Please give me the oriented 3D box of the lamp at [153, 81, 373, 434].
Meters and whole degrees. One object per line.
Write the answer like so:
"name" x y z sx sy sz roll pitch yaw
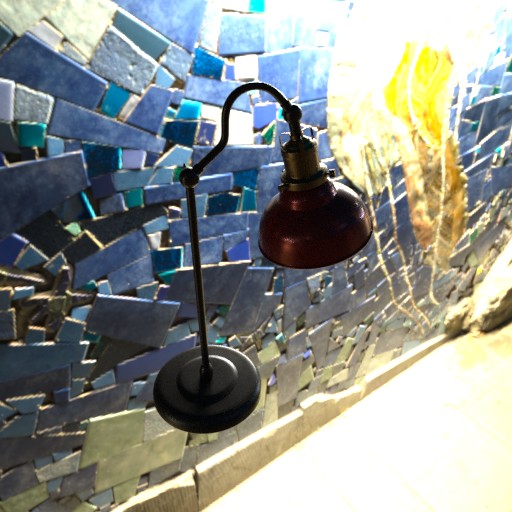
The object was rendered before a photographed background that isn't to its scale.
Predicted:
"lamp" 0.000 0.000 0.684 0.374 0.508 0.192 -11 33 -18
